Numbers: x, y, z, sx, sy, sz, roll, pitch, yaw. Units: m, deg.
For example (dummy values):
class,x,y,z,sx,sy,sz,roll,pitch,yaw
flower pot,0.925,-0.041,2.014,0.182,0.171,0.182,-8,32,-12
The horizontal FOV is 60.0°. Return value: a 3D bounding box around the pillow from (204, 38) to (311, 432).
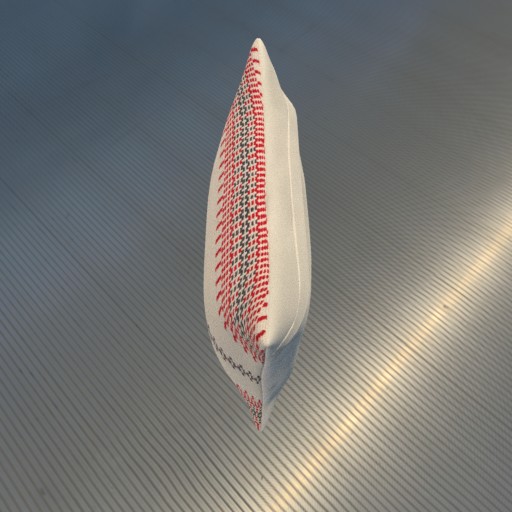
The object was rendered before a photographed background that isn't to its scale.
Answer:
class,x,y,z,sx,sy,sz,roll,pitch,yaw
pillow,0.000,0.000,0.710,0.160,0.454,0.463,-1,59,0
